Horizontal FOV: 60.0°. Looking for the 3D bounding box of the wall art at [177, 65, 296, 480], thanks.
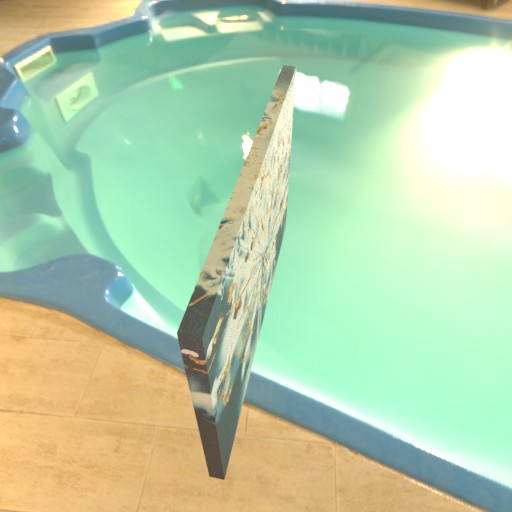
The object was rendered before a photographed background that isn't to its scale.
[{"bbox_3d":[0.000,0.000,1.151,0.038,0.608,0.912,9,47,8],"label":"wall art"}]
